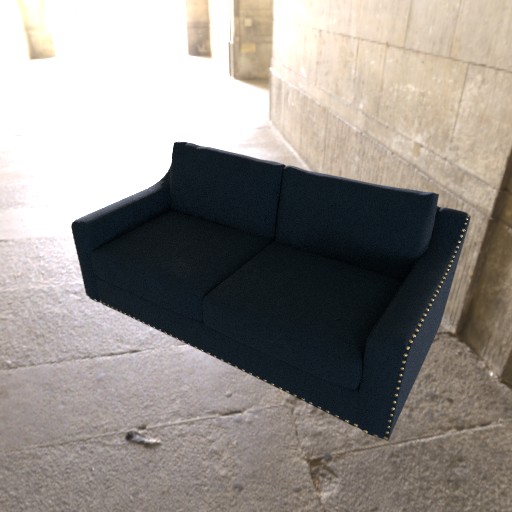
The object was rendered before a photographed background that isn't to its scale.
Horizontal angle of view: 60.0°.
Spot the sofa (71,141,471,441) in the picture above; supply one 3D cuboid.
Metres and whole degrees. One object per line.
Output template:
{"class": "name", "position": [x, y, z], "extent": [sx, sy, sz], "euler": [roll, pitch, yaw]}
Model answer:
{"class": "sofa", "position": [0.000, 0.000, 2.692], "extent": [2.107, 0.983, 1.104], "euler": [18, 35, 28]}
